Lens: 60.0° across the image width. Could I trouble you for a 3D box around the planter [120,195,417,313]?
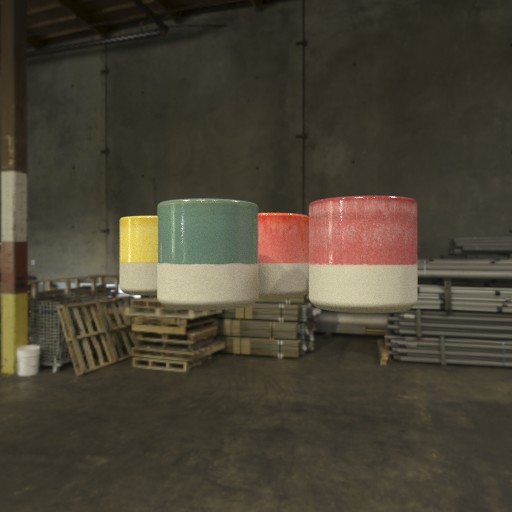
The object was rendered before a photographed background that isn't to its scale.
[{"bbox_3d":[0.000,0.000,0.416,0.286,0.075,0.257,0,0,17],"label":"planter"}]
